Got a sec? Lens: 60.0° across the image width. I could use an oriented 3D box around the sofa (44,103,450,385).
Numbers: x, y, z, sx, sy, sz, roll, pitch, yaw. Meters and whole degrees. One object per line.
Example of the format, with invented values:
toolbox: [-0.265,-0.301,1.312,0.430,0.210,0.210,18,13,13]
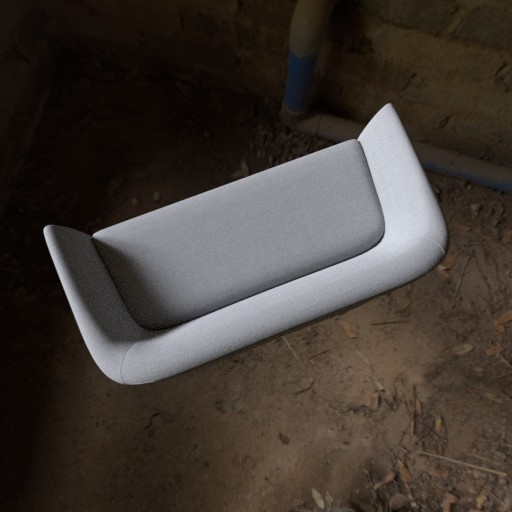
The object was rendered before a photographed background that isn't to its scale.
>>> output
sofa: [0.000,0.000,1.853,1.452,0.721,0.705,-21,77,-5]
